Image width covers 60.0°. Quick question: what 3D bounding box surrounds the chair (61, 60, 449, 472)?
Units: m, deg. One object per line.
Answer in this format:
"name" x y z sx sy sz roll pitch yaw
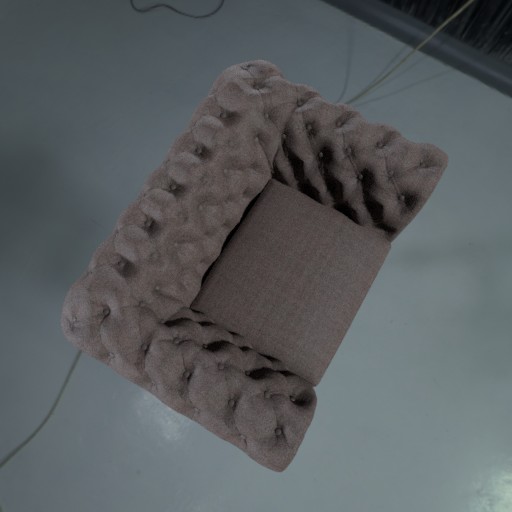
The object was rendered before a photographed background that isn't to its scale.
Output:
"chair" 0.000 0.000 1.857 0.945 0.780 1.298 30 77 7
